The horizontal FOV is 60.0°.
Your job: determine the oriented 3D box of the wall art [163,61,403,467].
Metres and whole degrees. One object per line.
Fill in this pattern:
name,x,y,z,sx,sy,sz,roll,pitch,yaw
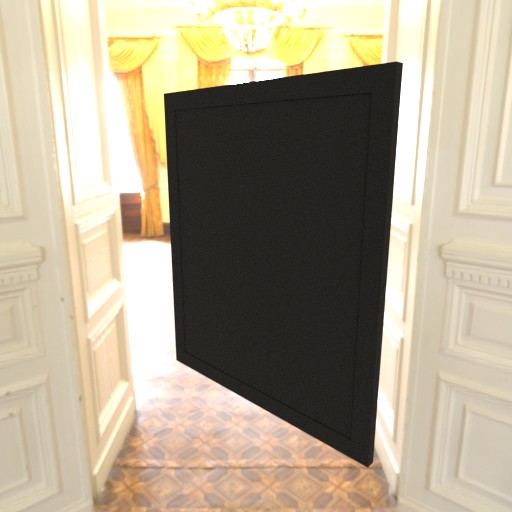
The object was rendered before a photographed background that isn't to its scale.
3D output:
wall art,0.000,0.000,0.490,0.311,0.361,0.010,14,19,43
